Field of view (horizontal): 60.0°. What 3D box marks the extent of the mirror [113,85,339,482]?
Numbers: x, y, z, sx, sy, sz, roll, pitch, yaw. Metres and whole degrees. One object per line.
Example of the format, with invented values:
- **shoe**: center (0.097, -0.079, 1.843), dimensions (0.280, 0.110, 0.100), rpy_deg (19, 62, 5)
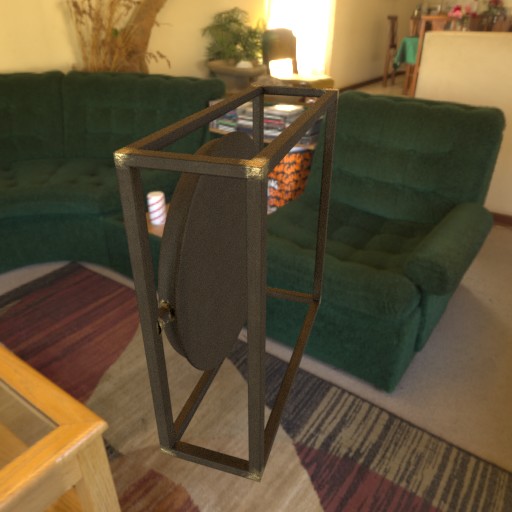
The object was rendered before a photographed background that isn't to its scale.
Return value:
- **mirror**: center (0.000, 0.000, 0.480), dimensions (0.107, 0.303, 0.306), rpy_deg (9, 31, 15)
